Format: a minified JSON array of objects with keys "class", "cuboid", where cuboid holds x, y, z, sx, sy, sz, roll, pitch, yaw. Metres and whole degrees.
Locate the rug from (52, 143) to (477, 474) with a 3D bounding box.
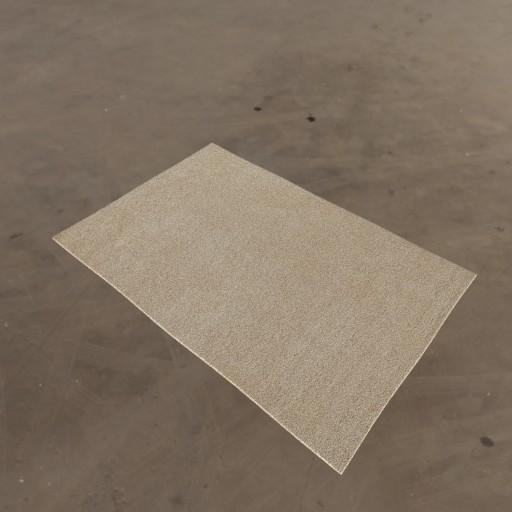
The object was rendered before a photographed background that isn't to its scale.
[{"class":"rug","cuboid":[0.000,0.000,3.368,2.699,0.025,1.800,32,54,27]}]
